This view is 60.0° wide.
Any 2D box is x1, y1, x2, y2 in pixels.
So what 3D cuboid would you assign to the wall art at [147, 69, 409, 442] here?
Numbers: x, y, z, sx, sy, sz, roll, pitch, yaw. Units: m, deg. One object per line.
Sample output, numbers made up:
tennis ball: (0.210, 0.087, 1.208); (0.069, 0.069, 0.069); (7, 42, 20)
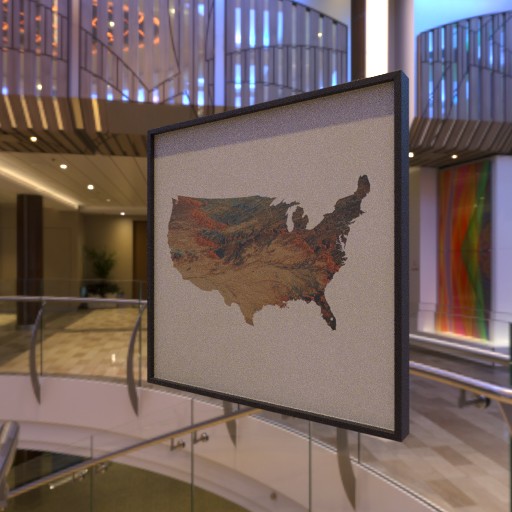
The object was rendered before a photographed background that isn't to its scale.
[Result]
wall art: (0.000, 0.000, 0.762); (0.507, 0.507, 0.038); (0, 0, 35)
